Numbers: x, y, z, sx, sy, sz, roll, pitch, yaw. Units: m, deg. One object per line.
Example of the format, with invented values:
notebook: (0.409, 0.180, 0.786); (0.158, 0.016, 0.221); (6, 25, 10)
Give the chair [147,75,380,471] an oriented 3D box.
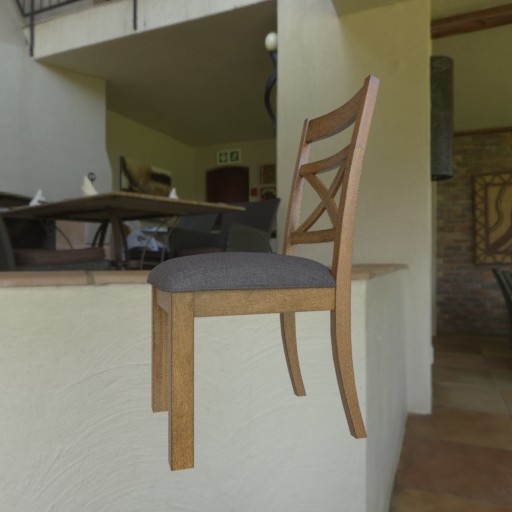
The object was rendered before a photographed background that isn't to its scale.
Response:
chair: (0.000, 0.000, 1.272); (0.581, 0.949, 0.470); (0, 0, -19)
